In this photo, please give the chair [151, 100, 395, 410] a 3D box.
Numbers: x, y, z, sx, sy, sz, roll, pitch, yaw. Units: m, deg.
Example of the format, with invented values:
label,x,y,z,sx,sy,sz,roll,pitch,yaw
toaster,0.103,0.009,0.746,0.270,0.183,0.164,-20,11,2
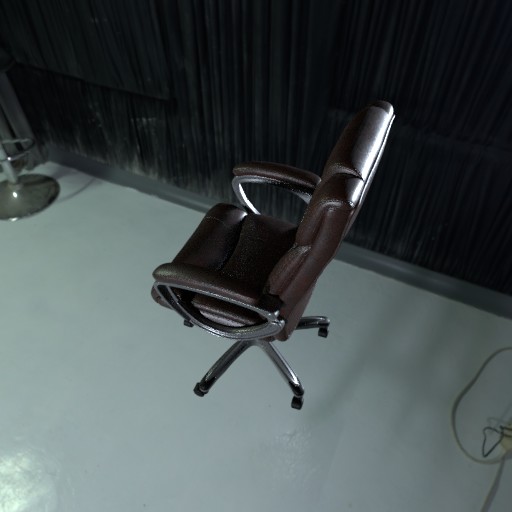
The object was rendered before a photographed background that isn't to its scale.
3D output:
label,x,y,z,sx,sy,sz,roll,pitch,yaw
chair,0.000,0.000,1.590,0.692,1.128,0.656,17,48,16
